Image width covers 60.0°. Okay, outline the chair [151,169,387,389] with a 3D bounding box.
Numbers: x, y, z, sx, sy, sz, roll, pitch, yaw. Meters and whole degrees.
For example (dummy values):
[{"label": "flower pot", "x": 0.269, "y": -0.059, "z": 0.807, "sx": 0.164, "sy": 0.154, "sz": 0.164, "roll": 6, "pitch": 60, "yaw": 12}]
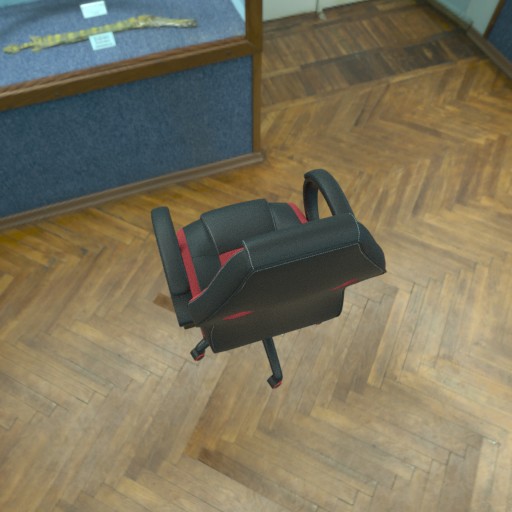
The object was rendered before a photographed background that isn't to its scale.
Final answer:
[{"label": "chair", "x": 0.000, "y": 0.000, "z": 1.612, "sx": 0.673, "sy": 1.187, "sz": 0.724, "roll": -15, "pitch": 60, "yaw": -9}]
